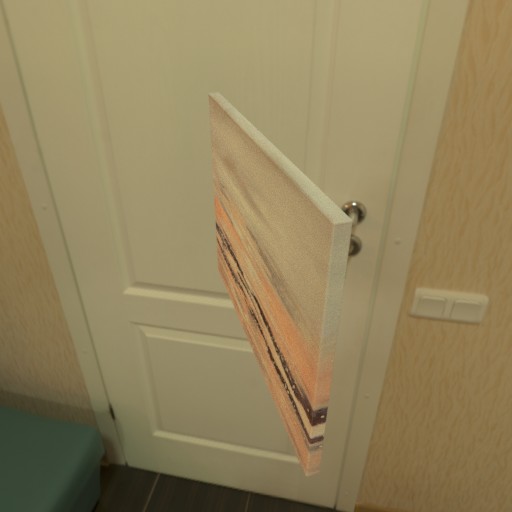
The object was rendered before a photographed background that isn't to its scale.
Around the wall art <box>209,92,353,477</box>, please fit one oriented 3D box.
[{"bbox_3d":[0.000,0.000,1.376,0.038,0.763,1.015,-10,34,-15],"label":"wall art"}]
